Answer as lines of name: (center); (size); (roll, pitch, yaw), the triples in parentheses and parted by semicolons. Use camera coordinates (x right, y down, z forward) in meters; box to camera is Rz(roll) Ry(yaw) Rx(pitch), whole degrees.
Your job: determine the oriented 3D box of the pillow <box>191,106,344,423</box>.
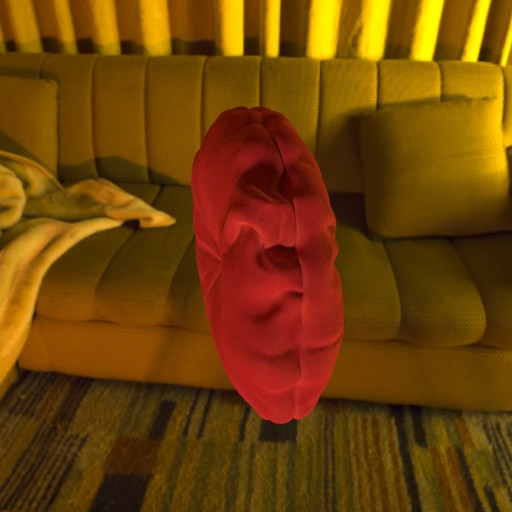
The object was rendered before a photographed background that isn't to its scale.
pillow: (0.000, 0.000, 0.637); (0.148, 0.407, 0.428); (-8, 31, -13)
